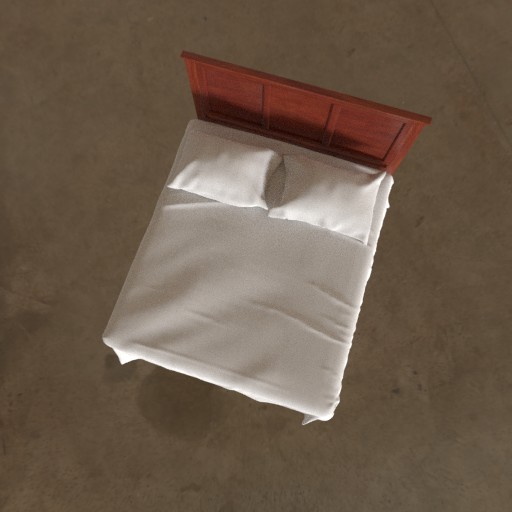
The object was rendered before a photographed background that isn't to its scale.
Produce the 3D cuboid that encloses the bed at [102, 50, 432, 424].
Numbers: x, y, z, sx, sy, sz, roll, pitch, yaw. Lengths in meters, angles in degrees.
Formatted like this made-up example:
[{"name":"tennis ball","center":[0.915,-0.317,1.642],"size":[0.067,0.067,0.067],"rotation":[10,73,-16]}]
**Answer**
[{"name":"bed","center":[0.000,0.000,3.171],"size":[1.870,1.270,2.050],"rotation":[17,75,5]}]
